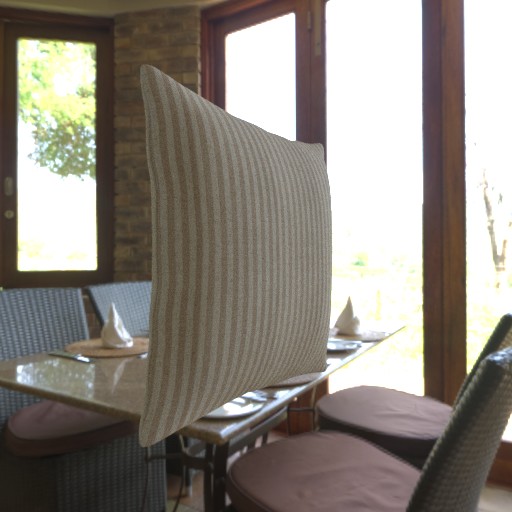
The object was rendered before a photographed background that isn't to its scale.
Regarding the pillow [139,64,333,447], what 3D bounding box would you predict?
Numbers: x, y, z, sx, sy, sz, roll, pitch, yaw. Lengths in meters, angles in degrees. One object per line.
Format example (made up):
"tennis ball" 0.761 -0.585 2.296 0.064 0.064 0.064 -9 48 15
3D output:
"pillow" 0.000 0.000 0.788 0.166 0.510 0.523 0 -1 36
